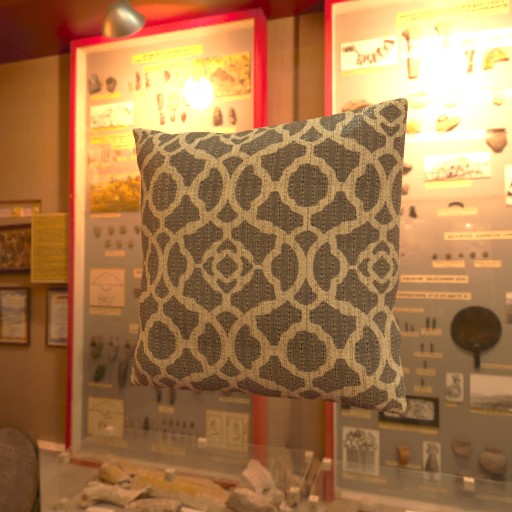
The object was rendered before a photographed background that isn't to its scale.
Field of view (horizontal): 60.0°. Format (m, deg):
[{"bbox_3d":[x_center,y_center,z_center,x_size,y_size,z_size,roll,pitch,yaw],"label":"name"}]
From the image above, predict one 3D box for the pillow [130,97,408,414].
[{"bbox_3d":[0.000,0.000,0.779,0.508,0.498,0.215,0,-1,19],"label":"pillow"}]
